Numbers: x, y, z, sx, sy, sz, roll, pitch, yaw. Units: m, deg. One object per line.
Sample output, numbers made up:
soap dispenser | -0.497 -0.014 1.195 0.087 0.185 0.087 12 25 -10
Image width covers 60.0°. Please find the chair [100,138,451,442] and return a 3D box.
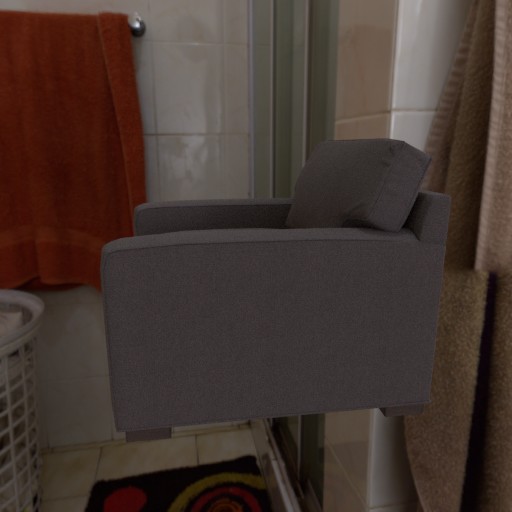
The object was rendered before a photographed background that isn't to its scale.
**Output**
chair | 0.000 0.000 1.788 1.043 0.913 0.997 -2 14 -8
